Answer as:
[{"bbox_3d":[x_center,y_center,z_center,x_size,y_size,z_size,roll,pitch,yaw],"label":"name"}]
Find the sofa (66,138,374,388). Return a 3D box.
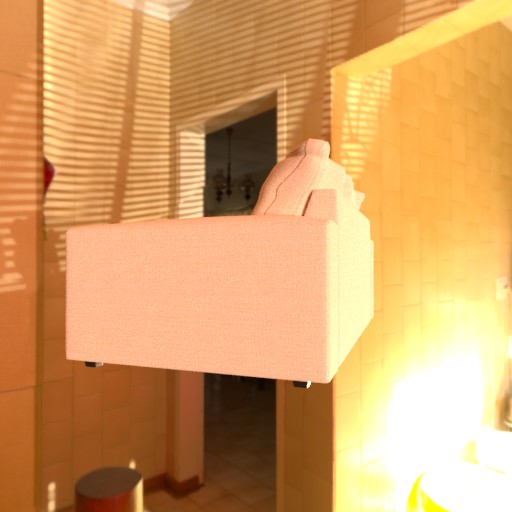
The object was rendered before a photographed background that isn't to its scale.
[{"bbox_3d":[0.000,0.000,2.382,1.091,0.875,1.754,0,0,19],"label":"sofa"}]
